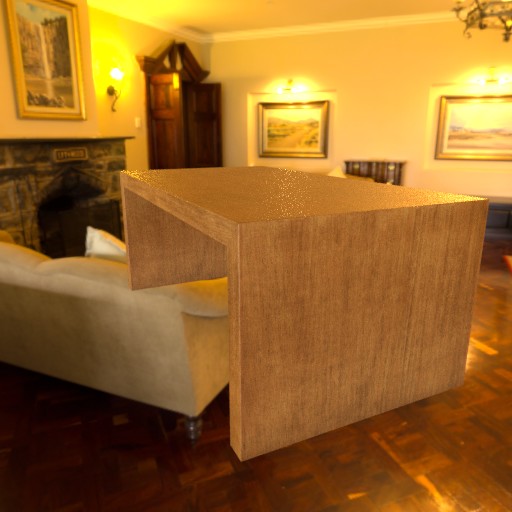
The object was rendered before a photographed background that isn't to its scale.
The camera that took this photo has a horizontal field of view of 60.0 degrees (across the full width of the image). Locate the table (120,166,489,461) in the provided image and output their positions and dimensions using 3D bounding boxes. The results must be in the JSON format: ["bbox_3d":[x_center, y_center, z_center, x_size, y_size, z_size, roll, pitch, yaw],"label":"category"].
[{"bbox_3d":[0.000,0.000,1.256,0.549,0.419,1.000,-8,17,-25],"label":"table"}]
